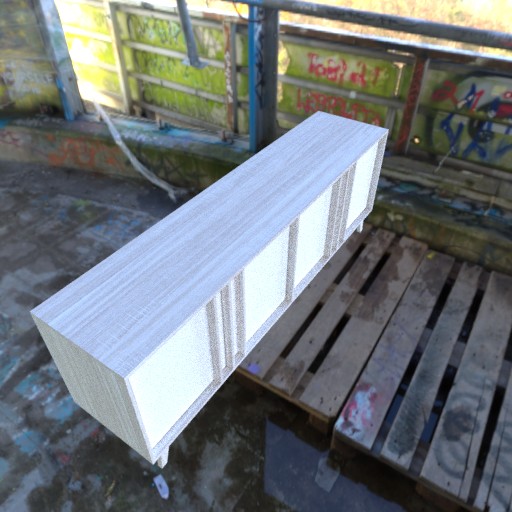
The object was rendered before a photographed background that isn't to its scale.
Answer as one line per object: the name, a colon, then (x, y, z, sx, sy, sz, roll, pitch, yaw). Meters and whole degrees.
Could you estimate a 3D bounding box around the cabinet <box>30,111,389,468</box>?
cabinet: (0.000, 0.000, 2.460, 0.500, 0.780, 2.200, 24, 47, 25)
